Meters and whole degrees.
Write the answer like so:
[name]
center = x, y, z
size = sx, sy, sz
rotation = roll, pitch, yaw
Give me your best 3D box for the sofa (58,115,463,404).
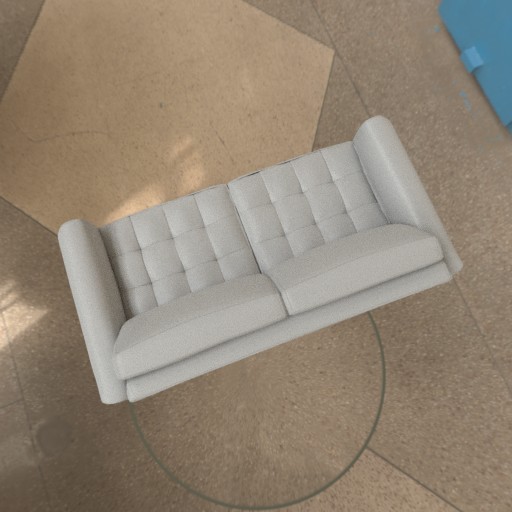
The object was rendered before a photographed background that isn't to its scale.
[sofa]
center = 0.000, 0.000, 2.695
size = 2.177, 0.930, 1.121
rotation = -20, 77, -5
